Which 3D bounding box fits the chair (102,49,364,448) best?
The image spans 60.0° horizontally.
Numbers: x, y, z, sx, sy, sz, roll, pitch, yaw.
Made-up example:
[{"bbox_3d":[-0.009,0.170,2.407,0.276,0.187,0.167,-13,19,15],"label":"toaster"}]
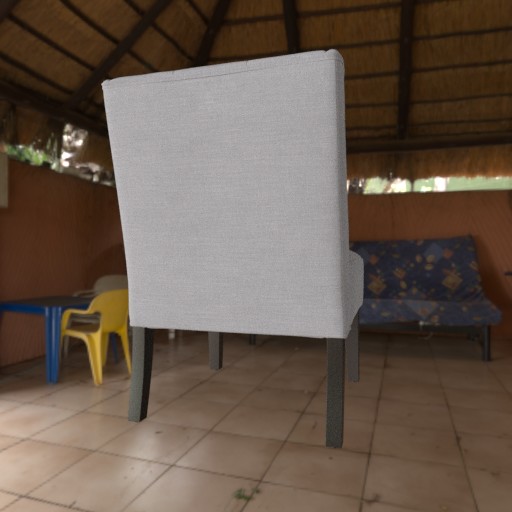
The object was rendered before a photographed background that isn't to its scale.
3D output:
[{"bbox_3d":[0.000,0.000,1.272,0.569,0.853,0.676,0,0,17],"label":"chair"}]
